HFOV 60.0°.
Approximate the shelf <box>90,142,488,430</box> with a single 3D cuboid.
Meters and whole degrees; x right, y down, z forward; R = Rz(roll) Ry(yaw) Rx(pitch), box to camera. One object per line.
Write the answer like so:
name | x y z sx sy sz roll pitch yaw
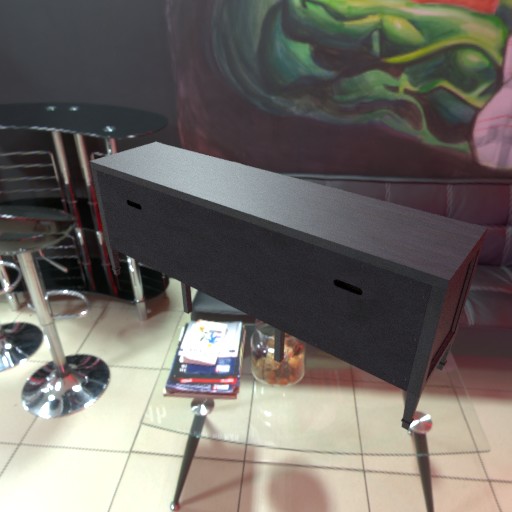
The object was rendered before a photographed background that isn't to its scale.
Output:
shelf | 0.000 0.000 2.206 1.878 0.715 0.471 21 36 32
